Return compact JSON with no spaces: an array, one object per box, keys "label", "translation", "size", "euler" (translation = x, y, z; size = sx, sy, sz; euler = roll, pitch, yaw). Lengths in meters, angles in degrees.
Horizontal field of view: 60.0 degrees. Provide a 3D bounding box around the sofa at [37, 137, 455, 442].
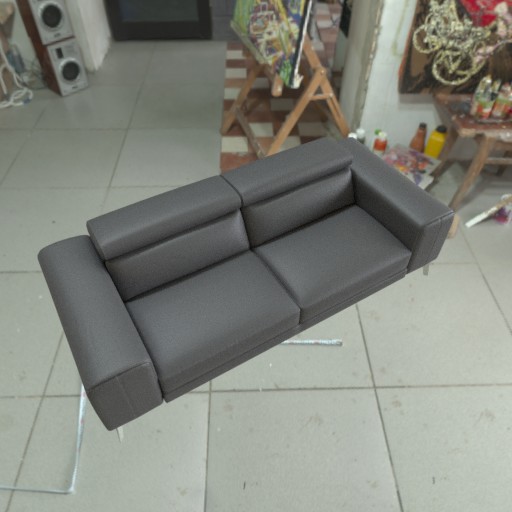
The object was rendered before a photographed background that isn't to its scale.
[{"label":"sofa","translation":[0.000,0.000,2.761],"size":[2.321,0.759,1.023],"euler":[-24,51,-21]}]
